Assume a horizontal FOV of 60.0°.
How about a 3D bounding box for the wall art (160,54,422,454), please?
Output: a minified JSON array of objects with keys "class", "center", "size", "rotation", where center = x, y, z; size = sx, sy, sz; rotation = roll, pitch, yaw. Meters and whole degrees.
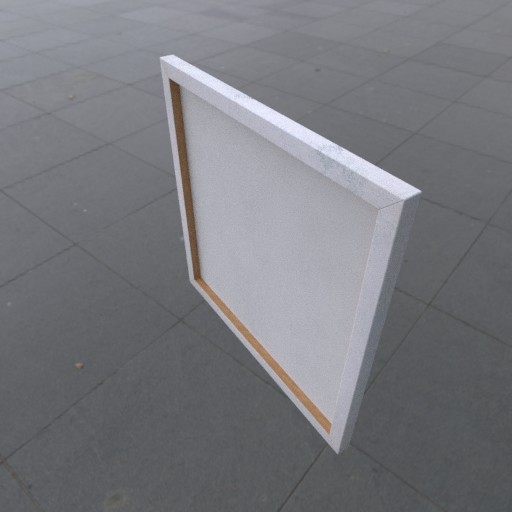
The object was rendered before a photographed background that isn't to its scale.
[{"class":"wall art","center":[0.000,0.000,1.102],"size":[0.038,0.762,0.762],"rotation":[-25,47,-26]}]
